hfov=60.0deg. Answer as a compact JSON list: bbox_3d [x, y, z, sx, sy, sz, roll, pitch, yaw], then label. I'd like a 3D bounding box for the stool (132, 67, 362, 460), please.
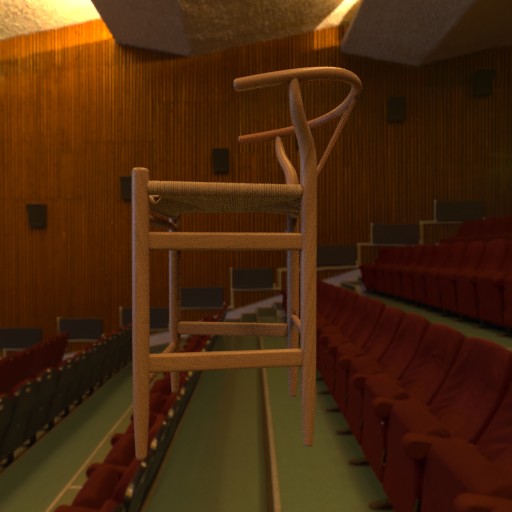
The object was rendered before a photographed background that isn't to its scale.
[{"bbox_3d":[0.000,0.000,1.258,0.575,0.923,0.536,0,1,-1],"label":"stool"}]
